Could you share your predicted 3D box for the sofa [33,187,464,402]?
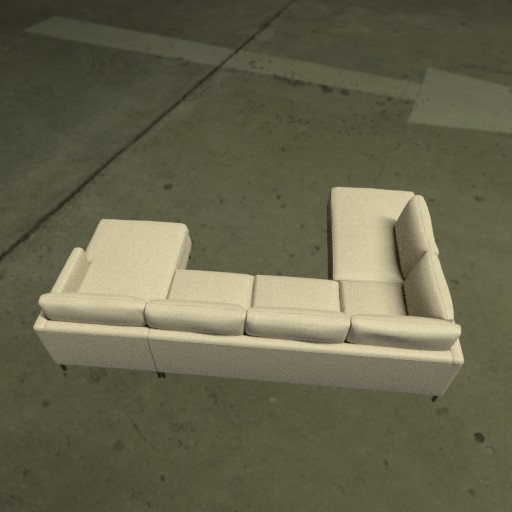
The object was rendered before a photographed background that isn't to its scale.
[{"bbox_3d":[0.000,0.000,3.494,2.737,0.756,1.879,4,47,4],"label":"sofa"}]
